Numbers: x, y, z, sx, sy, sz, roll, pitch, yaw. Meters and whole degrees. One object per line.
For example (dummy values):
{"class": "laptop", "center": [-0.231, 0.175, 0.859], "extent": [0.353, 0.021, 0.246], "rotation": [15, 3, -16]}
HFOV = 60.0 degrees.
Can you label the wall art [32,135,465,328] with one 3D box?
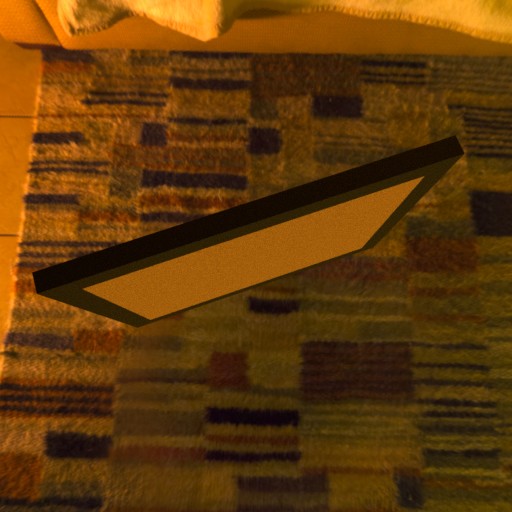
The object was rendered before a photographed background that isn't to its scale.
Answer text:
{"class": "wall art", "center": [0.000, 0.000, 0.775], "extent": [0.561, 0.460, 0.028], "rotation": [-18, 77, -5]}
